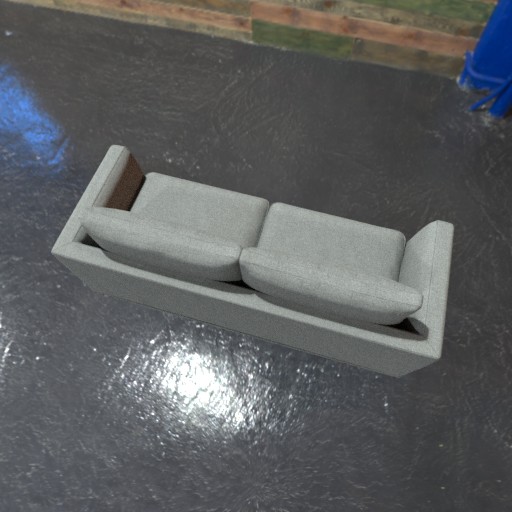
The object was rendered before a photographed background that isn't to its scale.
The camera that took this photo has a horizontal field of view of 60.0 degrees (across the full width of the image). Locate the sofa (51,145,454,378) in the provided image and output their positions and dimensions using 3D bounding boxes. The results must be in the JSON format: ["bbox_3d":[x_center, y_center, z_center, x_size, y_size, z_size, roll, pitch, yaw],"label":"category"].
[{"bbox_3d":[0.000,0.000,2.790,2.212,1.002,0.869,14,63,7],"label":"sofa"}]
